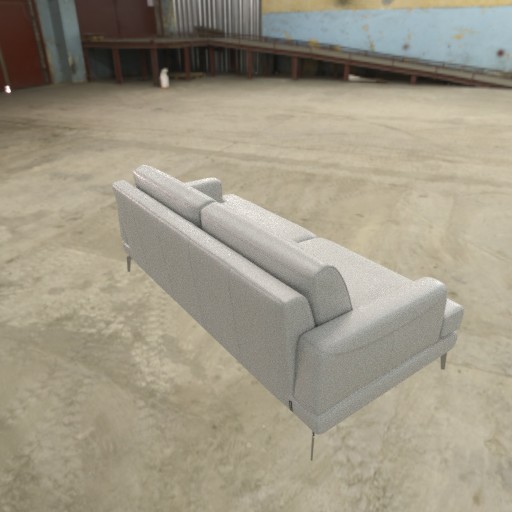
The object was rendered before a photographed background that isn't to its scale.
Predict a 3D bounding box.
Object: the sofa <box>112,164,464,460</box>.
[{"bbox_3d":[0.000,0.000,2.443,0.974,0.765,1.940,-18,32,-32],"label":"sofa"}]
